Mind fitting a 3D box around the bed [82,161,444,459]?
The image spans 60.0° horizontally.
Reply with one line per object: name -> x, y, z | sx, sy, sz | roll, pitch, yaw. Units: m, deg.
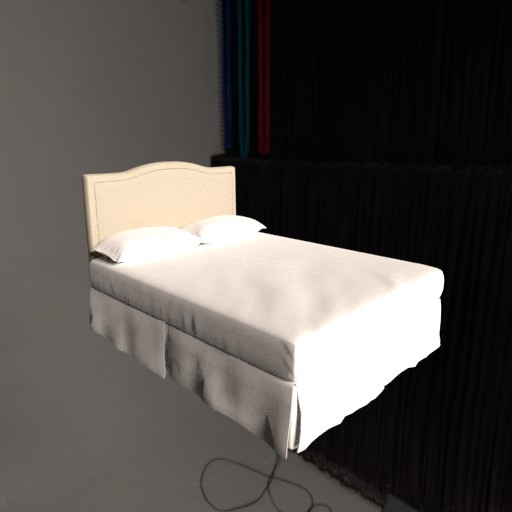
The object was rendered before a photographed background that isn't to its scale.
bed -> 0.000, 0.000, 3.641 | 2.477, 1.437, 1.977 | 14, 20, 42
